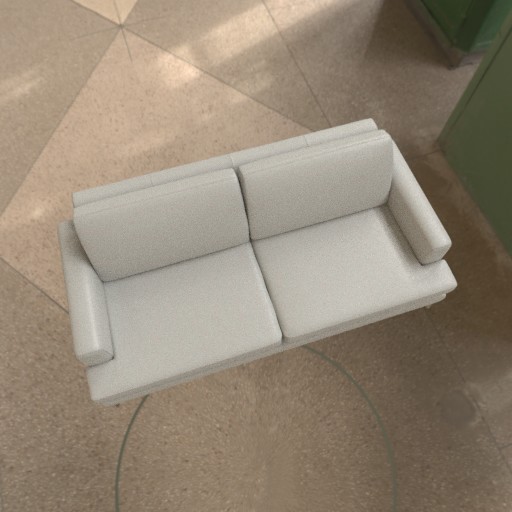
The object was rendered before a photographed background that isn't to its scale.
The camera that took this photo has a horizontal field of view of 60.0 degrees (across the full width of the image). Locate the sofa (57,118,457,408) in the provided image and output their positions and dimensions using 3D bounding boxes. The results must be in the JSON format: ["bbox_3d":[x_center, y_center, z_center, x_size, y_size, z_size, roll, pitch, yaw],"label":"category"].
[{"bbox_3d":[0.000,0.000,2.381,1.940,0.765,0.974,-16,65,-8],"label":"sofa"}]
